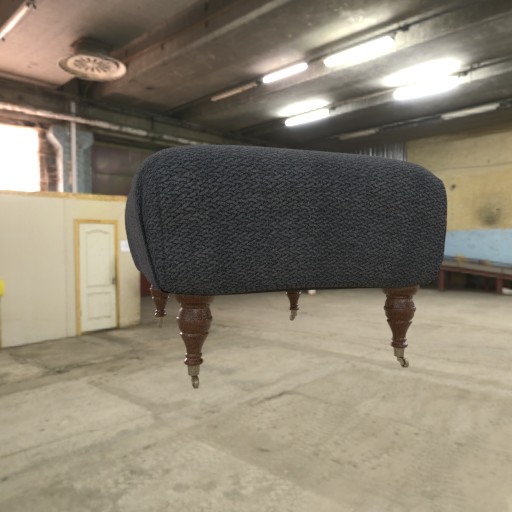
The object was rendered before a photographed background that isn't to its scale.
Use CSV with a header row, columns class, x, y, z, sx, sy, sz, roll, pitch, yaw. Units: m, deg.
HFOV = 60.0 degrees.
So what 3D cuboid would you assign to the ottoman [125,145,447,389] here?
class,x,y,z,sx,sy,sz,roll,pitch,yaw
ottoman,0.000,0.000,1.121,0.622,0.450,0.747,0,1,-18
